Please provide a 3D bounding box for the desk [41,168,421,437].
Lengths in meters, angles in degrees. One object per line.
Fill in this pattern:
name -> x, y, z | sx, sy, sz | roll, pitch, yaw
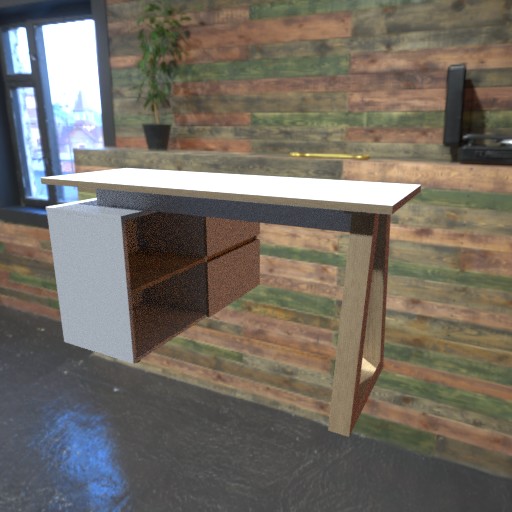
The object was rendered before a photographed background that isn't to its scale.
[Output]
desk -> 0.000, 0.000, 2.058 | 1.404, 0.755, 1.098 | 8, 18, 27
